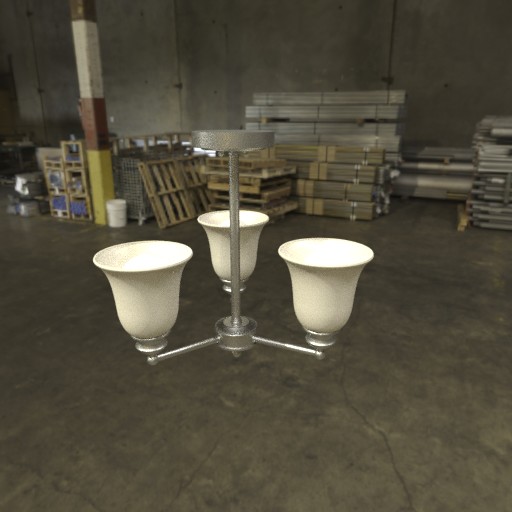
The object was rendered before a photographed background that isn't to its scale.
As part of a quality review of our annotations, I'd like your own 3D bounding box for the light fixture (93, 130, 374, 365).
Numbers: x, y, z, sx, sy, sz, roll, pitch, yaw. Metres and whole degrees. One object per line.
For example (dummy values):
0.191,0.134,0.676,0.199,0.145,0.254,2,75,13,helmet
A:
0.000,0.000,0.684,0.354,0.370,0.388,9,19,25,light fixture
